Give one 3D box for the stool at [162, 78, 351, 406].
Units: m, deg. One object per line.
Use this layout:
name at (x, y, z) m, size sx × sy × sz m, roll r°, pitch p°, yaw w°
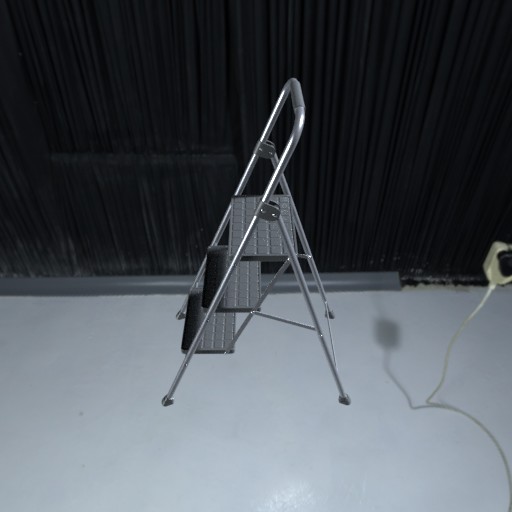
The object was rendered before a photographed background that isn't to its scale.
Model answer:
stool at (0.000, 0.000, 1.506) m, size 0.733 × 1.121 × 0.473 m, roll 0°, pitch 42°, yaw 0°
